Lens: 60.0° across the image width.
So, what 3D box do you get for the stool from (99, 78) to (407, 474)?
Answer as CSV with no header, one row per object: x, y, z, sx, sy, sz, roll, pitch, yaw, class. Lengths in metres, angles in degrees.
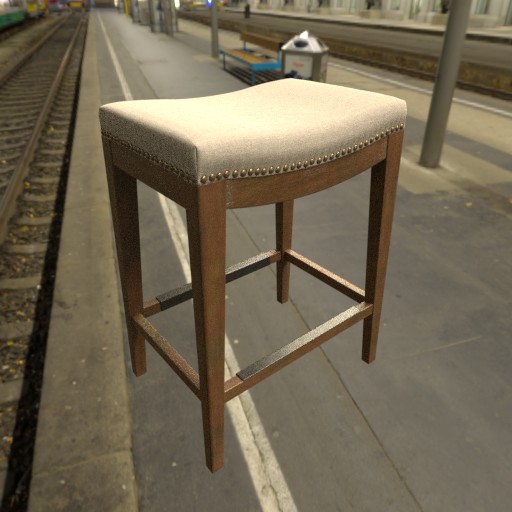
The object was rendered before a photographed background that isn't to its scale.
0.000,0.000,0.966,0.508,0.660,0.356,-22,37,-33,stool
